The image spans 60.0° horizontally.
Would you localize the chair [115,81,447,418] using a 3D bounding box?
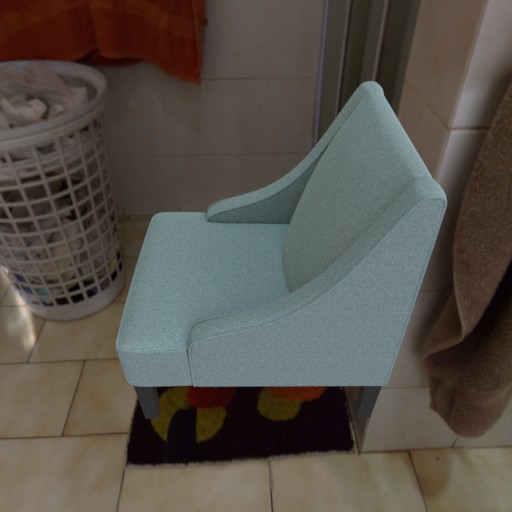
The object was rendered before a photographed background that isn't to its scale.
[{"bbox_3d":[0.000,0.000,1.829,1.025,1.133,0.857,0,41,0],"label":"chair"}]
